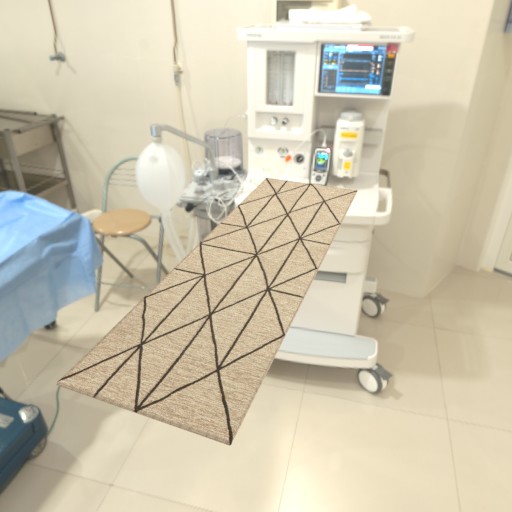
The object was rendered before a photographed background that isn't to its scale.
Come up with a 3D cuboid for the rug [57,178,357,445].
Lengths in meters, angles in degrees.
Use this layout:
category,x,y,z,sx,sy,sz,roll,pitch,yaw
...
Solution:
category,x,y,z,sx,sy,sz,roll,pitch,yaw
rug,0.000,0.000,2.623,0.762,0.012,2.438,11,33,18
